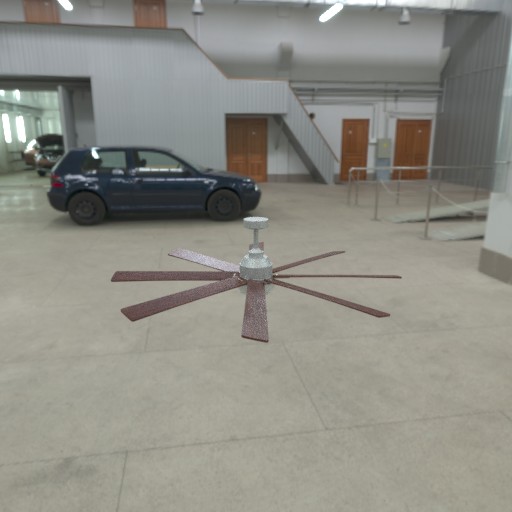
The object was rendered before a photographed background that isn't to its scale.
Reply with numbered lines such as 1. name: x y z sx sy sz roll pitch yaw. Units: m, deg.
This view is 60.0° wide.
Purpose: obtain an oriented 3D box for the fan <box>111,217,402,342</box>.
1. fan: 0.000 0.000 2.800 1.830 0.472 1.830 -14 20 -43
